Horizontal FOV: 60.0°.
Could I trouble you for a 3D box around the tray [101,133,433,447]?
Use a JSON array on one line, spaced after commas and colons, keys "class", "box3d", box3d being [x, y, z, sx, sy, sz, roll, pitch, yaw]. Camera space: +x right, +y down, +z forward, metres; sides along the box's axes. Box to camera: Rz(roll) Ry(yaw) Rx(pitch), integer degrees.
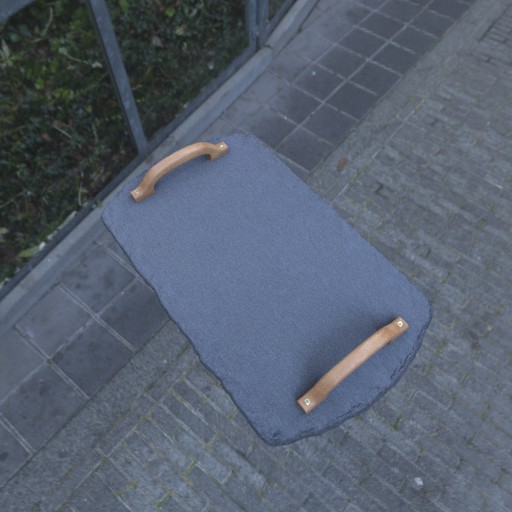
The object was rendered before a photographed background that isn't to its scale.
[{"class": "tray", "box3d": [0.000, 0.000, 0.492, 0.231, 0.062, 0.387, -34, 65, -18]}]
